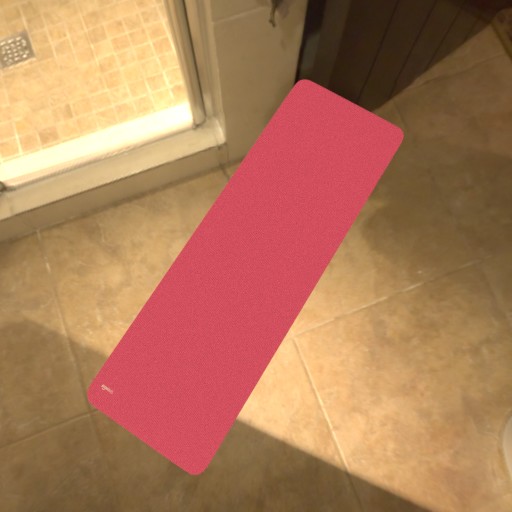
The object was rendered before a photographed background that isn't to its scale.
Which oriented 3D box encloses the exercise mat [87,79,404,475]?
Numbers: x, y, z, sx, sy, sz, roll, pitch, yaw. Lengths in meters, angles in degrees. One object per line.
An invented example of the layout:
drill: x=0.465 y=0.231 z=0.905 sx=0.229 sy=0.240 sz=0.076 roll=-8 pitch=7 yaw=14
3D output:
exercise mat: x=0.000 y=0.000 z=2.072 sx=0.616 sy=0.021 sz=1.884 roll=31 pitch=79 yaw=7
